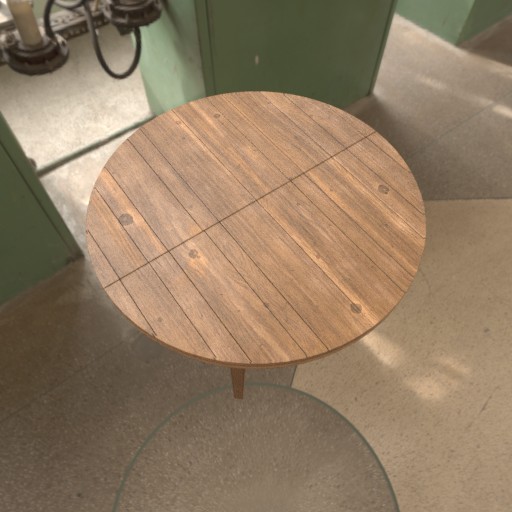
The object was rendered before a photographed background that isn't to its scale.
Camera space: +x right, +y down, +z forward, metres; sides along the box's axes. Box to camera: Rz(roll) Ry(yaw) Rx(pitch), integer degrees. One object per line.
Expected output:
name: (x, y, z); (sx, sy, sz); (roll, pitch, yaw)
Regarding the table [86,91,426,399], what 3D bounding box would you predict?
table: (0.000, 0.000, 1.936); (1.213, 0.764, 1.213); (0, 58, 0)
